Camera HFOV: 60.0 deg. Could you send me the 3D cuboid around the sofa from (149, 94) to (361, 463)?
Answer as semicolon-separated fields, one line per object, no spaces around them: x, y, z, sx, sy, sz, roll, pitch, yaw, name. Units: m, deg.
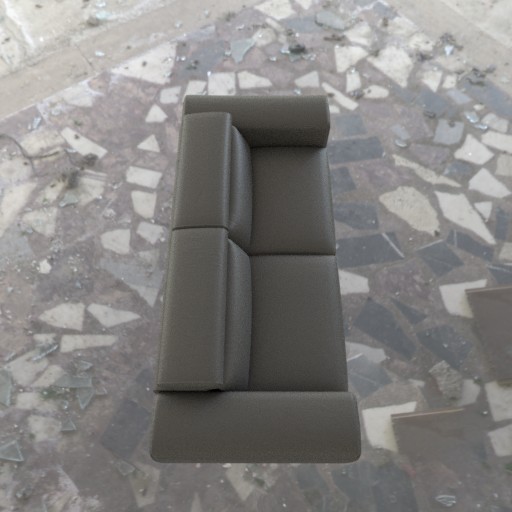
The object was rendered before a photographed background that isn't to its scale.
0.000;0.000;2.745;1.023;0.759;2.321;0;64;0;sofa
